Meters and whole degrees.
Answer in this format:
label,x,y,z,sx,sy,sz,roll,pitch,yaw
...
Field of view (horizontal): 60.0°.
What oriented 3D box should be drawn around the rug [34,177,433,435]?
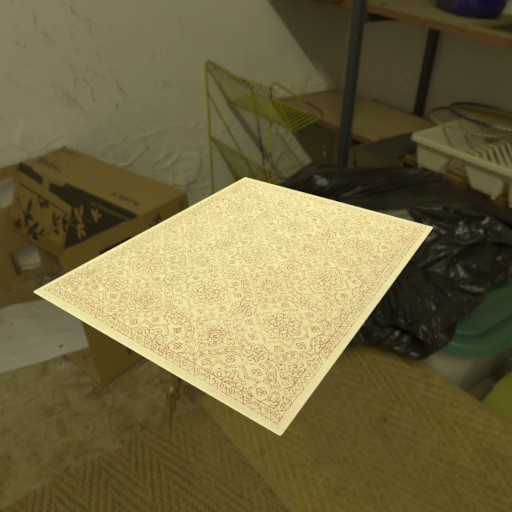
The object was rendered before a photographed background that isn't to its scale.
label,x,y,z,sx,sy,sz,roll,pitch,yaw
rug,0.000,0.000,4.197,2.441,0.015,3.050,20,37,29
